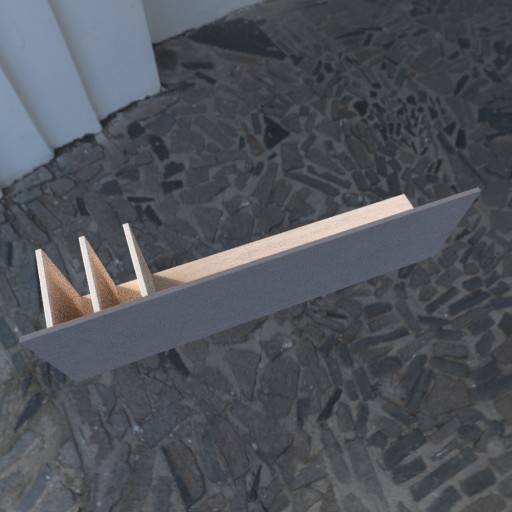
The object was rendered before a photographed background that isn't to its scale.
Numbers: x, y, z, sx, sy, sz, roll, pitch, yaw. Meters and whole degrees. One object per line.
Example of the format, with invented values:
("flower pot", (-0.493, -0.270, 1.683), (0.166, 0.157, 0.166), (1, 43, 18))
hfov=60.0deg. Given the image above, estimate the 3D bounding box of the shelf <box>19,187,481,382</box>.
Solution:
("shelf", (0.000, 0.000, 1.096), (1.020, 0.300, 0.200), (-18, 62, -10))
